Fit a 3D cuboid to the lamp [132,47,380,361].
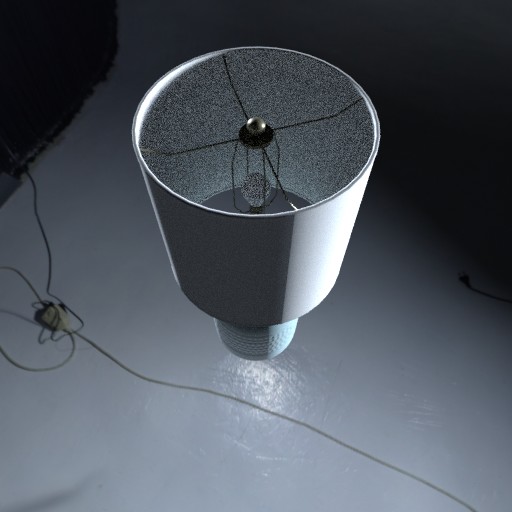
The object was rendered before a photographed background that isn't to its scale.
[{"bbox_3d":[0.000,0.000,1.122,0.418,0.871,0.418,17,60,11],"label":"lamp"}]
